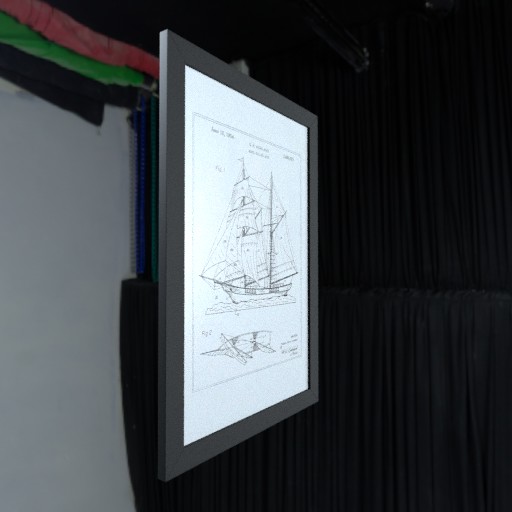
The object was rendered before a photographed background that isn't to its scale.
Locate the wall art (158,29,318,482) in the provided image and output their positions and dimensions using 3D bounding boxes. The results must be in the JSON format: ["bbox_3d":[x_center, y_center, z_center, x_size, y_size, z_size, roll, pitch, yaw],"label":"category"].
[{"bbox_3d":[0.000,0.000,0.584,0.011,0.459,0.326,-1,-2,36],"label":"wall art"}]
